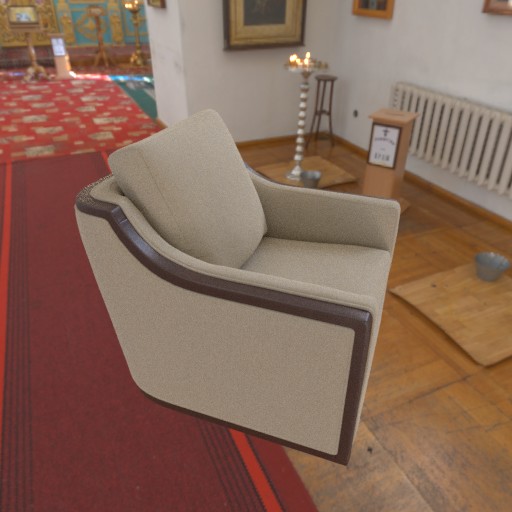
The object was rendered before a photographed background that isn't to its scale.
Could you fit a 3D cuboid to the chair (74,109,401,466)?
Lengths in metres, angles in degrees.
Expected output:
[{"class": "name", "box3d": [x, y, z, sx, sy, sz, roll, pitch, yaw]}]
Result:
[{"class": "chair", "box3d": [0.000, 0.000, 1.653, 0.950, 0.930, 0.870, 11, 32, 18]}]
